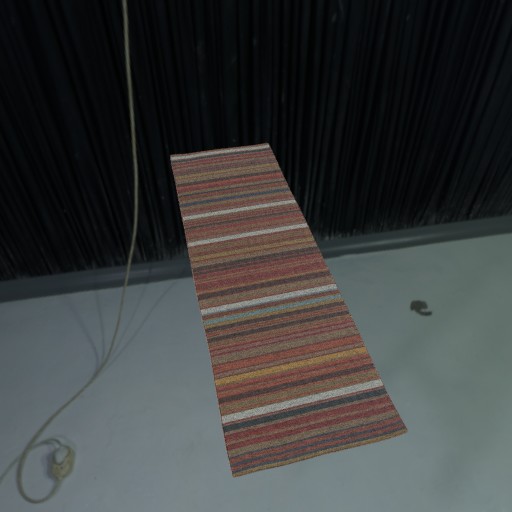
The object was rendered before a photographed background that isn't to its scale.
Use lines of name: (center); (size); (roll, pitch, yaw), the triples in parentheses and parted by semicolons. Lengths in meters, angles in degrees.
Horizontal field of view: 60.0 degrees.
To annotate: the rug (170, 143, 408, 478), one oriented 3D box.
rug: (0.000, 0.000, 2.721); (0.799, 0.030, 2.444); (-10, 47, -9)
